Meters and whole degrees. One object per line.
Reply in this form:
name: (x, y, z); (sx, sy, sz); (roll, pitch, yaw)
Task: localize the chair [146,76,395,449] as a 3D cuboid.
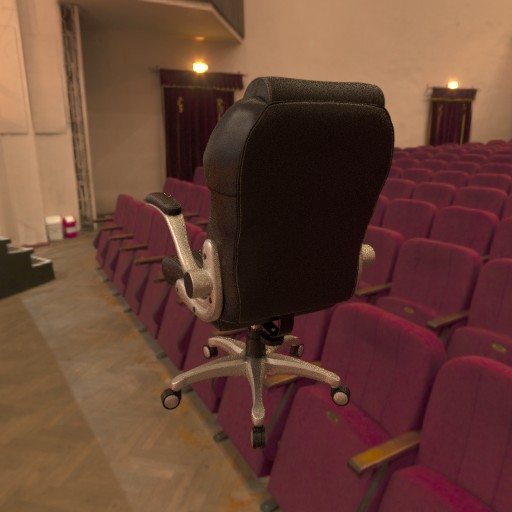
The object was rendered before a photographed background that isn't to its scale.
chair: (0.000, 0.000, 1.621); (0.724, 1.141, 0.801); (-8, 17, -27)
